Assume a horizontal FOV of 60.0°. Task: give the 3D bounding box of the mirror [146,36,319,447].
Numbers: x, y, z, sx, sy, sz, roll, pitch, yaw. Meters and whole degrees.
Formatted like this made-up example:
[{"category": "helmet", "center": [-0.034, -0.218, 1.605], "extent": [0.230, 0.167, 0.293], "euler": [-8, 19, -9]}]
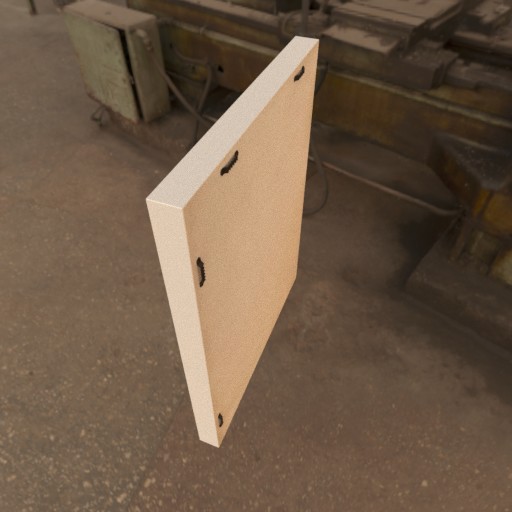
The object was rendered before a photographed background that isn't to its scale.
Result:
[{"category": "mirror", "center": [0.000, 0.000, 0.685], "extent": [0.041, 0.509, 0.406], "euler": [16, 48, 15]}]
